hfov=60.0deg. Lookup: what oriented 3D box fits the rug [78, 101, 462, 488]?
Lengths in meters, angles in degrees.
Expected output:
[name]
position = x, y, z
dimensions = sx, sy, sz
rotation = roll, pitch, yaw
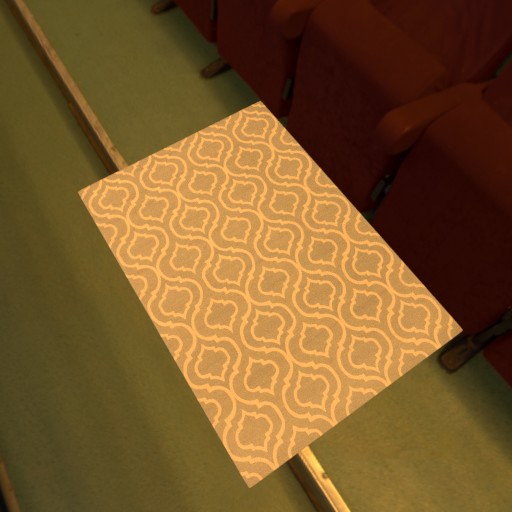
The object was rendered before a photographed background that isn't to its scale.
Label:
[rug]
position = 0.000, 0.000, 2.722
dimensions = 1.451, 0.010, 2.080
rotation = -31, 68, -14
